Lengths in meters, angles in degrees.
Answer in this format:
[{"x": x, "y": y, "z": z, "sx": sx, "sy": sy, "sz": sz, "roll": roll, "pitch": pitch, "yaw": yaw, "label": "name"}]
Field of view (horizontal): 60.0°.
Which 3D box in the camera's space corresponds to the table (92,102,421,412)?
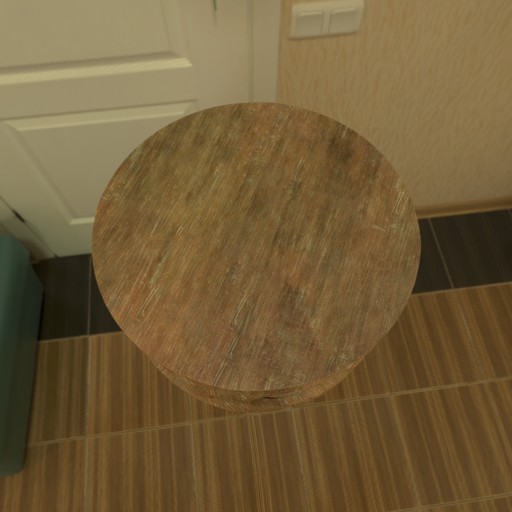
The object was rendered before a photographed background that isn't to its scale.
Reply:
[{"x": 0.000, "y": 0.000, "z": 1.532, "sx": 0.974, "sy": 0.450, "sz": 0.974, "roll": 0, "pitch": 64, "yaw": 0, "label": "table"}]
